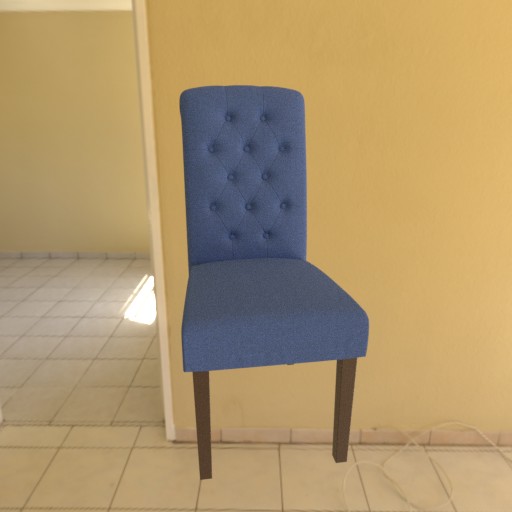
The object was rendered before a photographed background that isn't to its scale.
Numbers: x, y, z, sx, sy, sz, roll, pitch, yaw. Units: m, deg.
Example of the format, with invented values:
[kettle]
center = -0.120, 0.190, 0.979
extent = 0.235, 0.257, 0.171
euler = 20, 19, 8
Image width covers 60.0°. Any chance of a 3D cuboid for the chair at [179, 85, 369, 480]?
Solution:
[chair]
center = 0.000, 0.000, 1.341
extent = 0.456, 1.006, 0.671
euler = -3, 17, -9
